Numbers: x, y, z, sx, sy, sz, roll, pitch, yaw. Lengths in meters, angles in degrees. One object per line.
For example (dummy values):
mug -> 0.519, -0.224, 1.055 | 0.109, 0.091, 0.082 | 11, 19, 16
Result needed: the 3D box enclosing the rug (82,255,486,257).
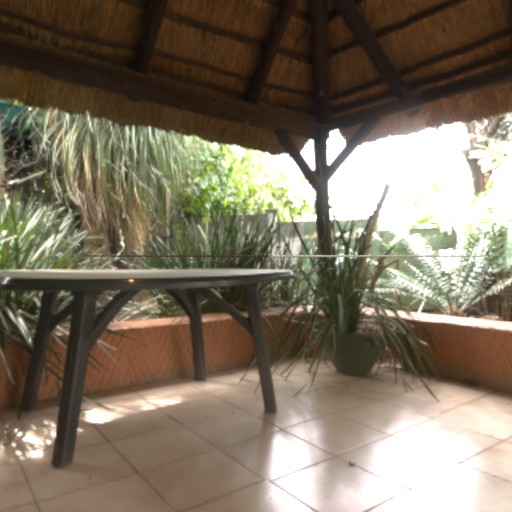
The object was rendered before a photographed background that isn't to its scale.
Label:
rug -> 0.000, 0.000, 2.930 | 1.593, 0.008, 2.238 | 0, 0, -37
